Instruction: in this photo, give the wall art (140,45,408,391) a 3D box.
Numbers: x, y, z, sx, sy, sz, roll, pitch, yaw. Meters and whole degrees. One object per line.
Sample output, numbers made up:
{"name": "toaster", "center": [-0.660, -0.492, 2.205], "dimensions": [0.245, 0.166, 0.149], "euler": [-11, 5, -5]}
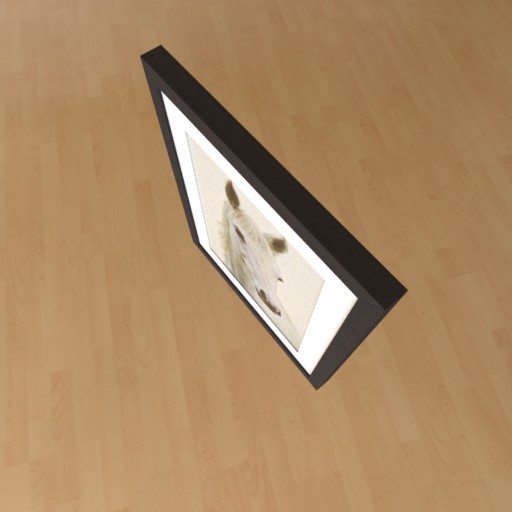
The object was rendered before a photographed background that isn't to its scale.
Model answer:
{"name": "wall art", "center": [0.000, 0.000, 0.773], "dimensions": [0.034, 0.552, 0.455], "euler": [-36, 70, -15]}
